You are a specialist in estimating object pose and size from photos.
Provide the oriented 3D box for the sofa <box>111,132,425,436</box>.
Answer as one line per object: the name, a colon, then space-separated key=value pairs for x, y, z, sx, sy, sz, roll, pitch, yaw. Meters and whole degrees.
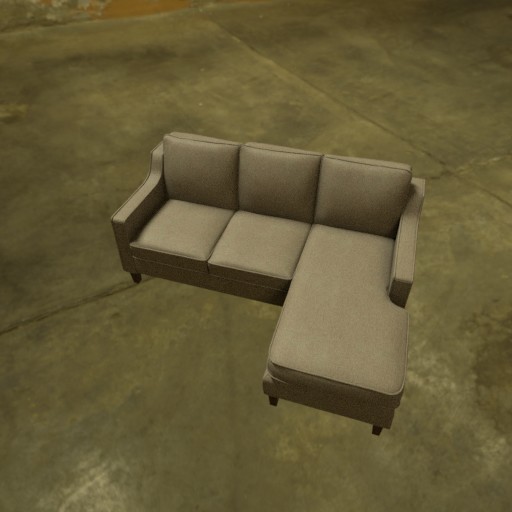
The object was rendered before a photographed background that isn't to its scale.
sofa: x=0.000 y=0.000 z=3.360 sx=2.317 sy=1.081 sz=1.858 roll=12 pitch=43 yaw=13
